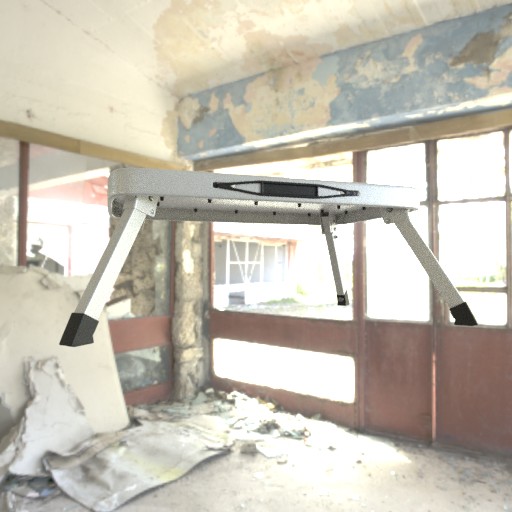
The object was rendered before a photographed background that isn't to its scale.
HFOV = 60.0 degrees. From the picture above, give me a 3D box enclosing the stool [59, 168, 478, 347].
[{"bbox_3d":[0.000,0.000,0.602,0.460,0.170,0.320,0,-2,-18],"label":"stool"}]
